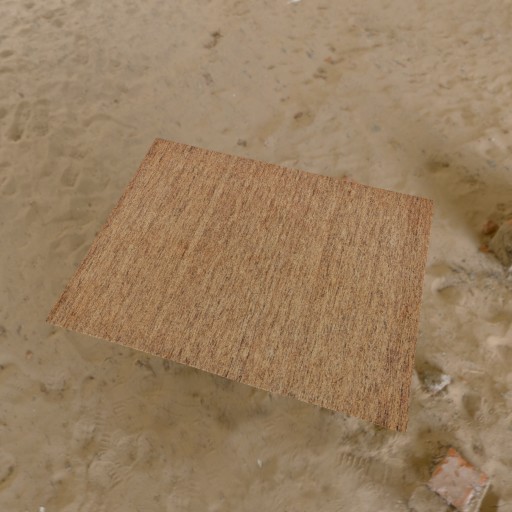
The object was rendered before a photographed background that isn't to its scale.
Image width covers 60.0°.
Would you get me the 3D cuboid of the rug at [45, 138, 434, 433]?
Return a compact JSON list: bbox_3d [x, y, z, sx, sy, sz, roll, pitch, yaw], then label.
[{"bbox_3d":[0.000,0.000,4.328,3.200,0.012,2.438,15,59,9],"label":"rug"}]
